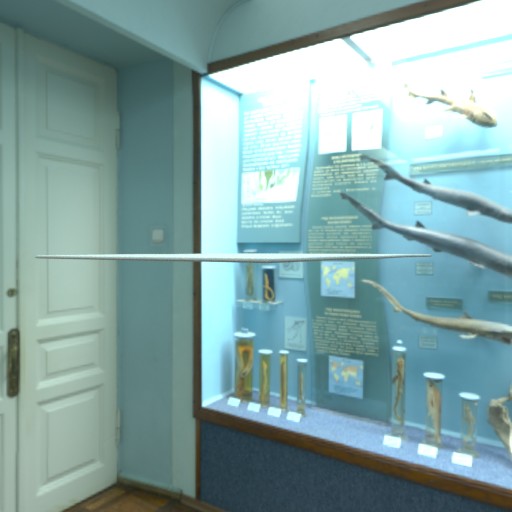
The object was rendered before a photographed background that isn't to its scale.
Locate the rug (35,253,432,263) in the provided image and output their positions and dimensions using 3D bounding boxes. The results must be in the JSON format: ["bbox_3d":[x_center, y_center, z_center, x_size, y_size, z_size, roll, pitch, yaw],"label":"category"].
[{"bbox_3d":[0.000,0.000,4.251,2.462,0.030,3.066,1,1,36],"label":"rug"}]
